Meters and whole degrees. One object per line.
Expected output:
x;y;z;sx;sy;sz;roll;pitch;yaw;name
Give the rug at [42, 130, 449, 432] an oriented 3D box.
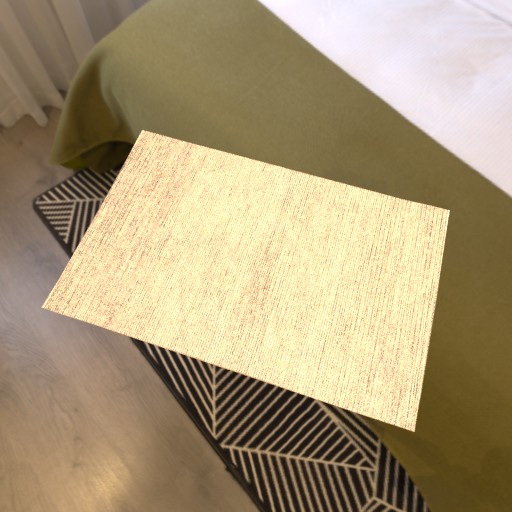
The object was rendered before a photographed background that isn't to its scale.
0.000;0.000;2.209;1.773;0.021;1.149;16;64;8;rug
